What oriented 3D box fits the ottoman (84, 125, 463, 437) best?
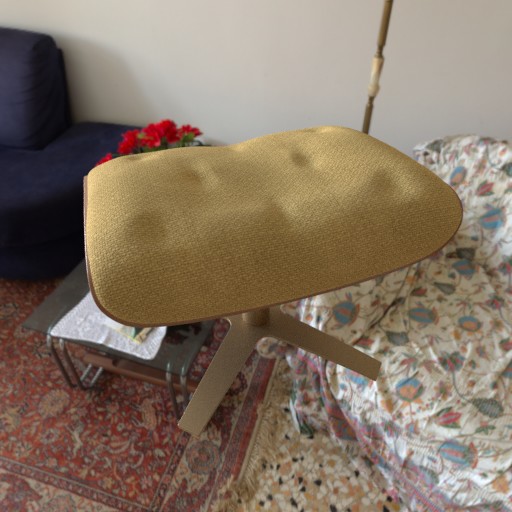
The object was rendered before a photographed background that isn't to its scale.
[{"bbox_3d":[0.000,0.000,0.797,0.520,0.391,0.394,-13,42,-14],"label":"ottoman"}]
